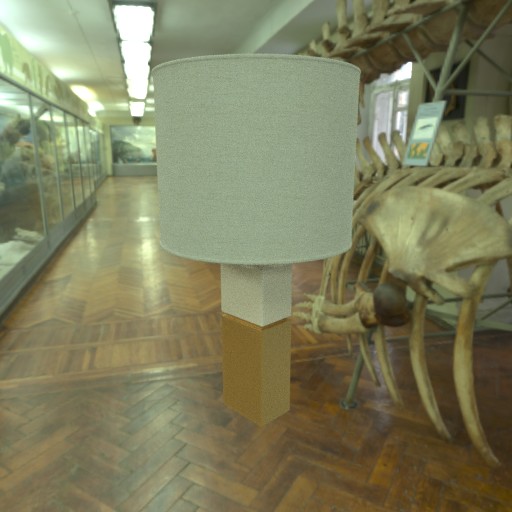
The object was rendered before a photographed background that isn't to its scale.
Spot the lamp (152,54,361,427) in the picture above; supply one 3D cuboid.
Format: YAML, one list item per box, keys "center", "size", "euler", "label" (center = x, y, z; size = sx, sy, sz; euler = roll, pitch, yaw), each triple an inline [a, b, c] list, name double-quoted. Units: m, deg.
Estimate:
- center: [0.000, 0.000, 0.545]
  size: [0.229, 0.417, 0.229]
  euler: [13, 19, 43]
  label: "lamp"
